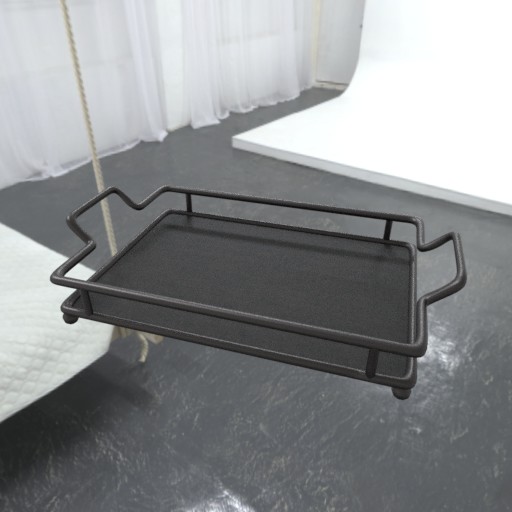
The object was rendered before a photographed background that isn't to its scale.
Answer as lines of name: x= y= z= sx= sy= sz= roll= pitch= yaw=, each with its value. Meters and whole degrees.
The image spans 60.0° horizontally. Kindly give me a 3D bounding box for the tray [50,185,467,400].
tray: x=0.000 y=0.000 z=0.589 sx=0.495 sy=0.101 sz=0.297 roll=9 pitch=33 yaw=15
